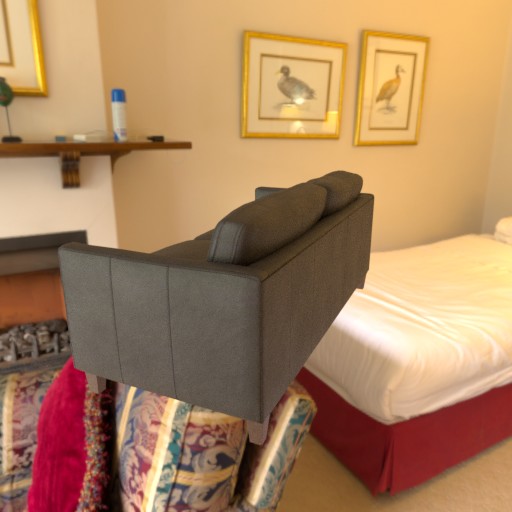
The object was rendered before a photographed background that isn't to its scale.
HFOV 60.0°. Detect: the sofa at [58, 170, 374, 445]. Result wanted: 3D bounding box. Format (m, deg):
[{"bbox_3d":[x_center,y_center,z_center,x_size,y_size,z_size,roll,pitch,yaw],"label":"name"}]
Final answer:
[{"bbox_3d":[0.000,0.000,2.490,0.933,0.863,1.971,7,18,24],"label":"sofa"}]
